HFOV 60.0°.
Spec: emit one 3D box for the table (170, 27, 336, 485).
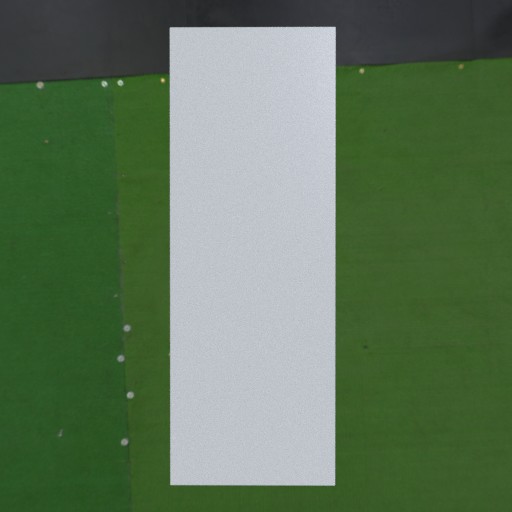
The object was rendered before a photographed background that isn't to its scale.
[{"bbox_3d":[0.000,0.000,1.409,0.397,0.753,1.068,0,90,0],"label":"table"}]
